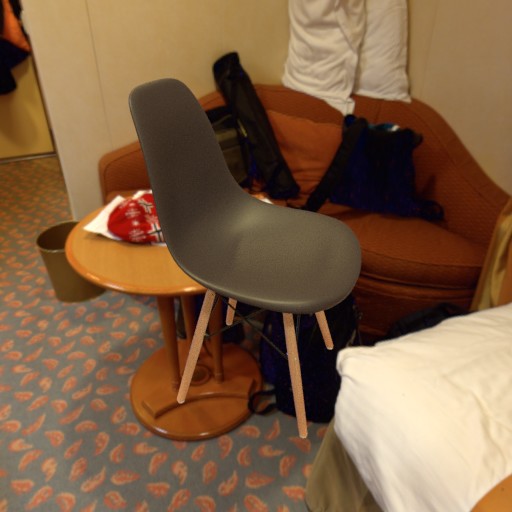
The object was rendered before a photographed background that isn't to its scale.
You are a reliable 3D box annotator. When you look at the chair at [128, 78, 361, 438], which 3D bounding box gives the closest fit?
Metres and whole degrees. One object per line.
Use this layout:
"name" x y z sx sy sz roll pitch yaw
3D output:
"chair" 0.000 0.000 1.155 0.533 0.825 0.470 10 32 17
